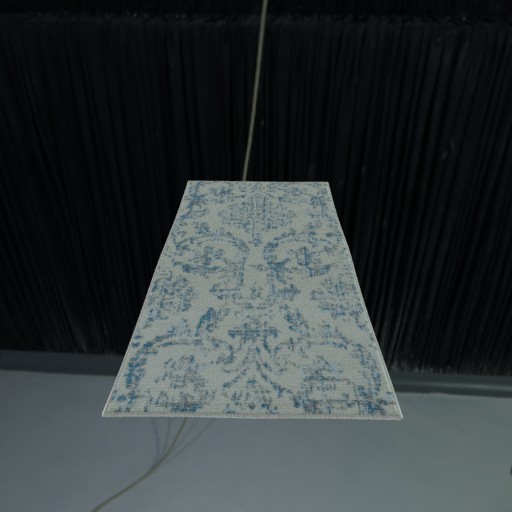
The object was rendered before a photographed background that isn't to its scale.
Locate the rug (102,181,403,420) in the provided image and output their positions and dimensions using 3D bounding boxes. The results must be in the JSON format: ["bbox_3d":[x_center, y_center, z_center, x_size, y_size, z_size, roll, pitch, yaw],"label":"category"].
[{"bbox_3d":[0.000,0.000,1.402,0.605,0.007,1.220,0,32,1],"label":"rug"}]
